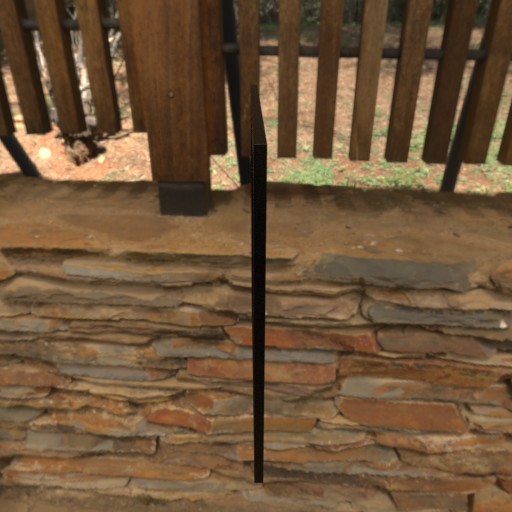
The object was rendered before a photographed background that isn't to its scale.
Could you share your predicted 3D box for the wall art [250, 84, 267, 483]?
[{"bbox_3d":[0.000,0.000,0.700,0.012,0.458,0.457,0,27,-1],"label":"wall art"}]
